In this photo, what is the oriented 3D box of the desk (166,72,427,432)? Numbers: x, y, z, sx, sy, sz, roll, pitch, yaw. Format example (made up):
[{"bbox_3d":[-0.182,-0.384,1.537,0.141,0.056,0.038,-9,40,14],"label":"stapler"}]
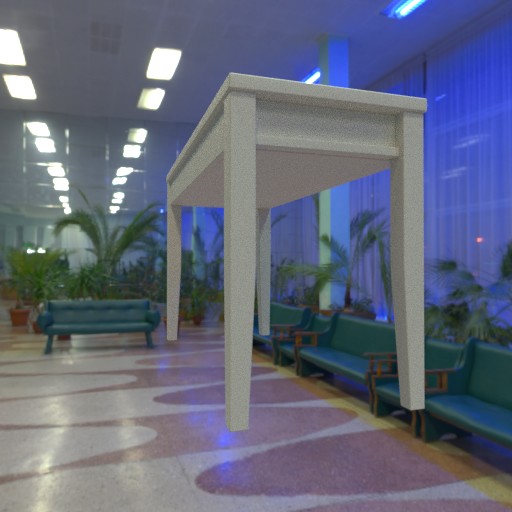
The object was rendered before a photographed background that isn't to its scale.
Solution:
[{"bbox_3d":[0.000,0.000,1.603,0.508,0.775,1.220,0,-1,-18],"label":"desk"}]
